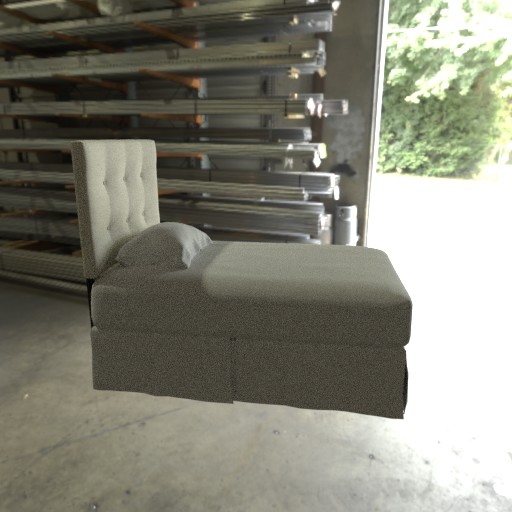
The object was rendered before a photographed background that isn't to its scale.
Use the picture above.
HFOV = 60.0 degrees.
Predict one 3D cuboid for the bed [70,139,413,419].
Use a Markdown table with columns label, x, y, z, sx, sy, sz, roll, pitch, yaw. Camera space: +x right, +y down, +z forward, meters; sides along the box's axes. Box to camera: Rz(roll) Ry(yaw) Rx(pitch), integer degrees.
| label | x | y | z | sx | sy | sz | roll | pitch | yaw |
| --- | --- | --- | --- | --- | --- | --- | --- | --- | --- |
| bed | 0.000 | 0.000 | 3.096 | 1.997 | 1.571 | 1.261 | 2 | 15 | 8 |
